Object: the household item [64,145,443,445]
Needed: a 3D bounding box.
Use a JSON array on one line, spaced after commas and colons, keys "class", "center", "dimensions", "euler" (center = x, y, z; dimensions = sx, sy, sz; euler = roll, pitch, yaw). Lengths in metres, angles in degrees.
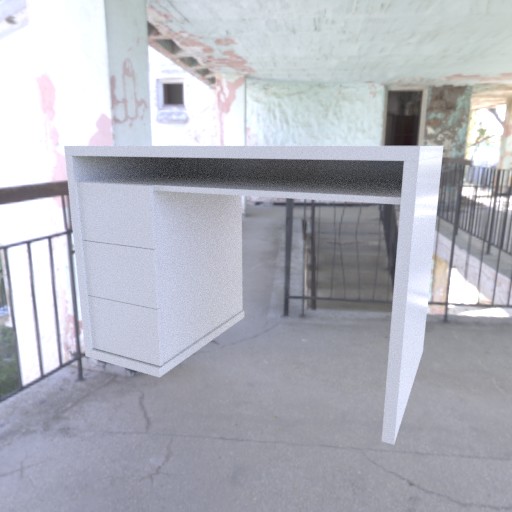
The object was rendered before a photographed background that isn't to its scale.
[{"class": "household item", "center": [0.000, 0.000, 1.551], "dimensions": [1.100, 0.749, 0.597], "euler": [7, 16, 26]}]
